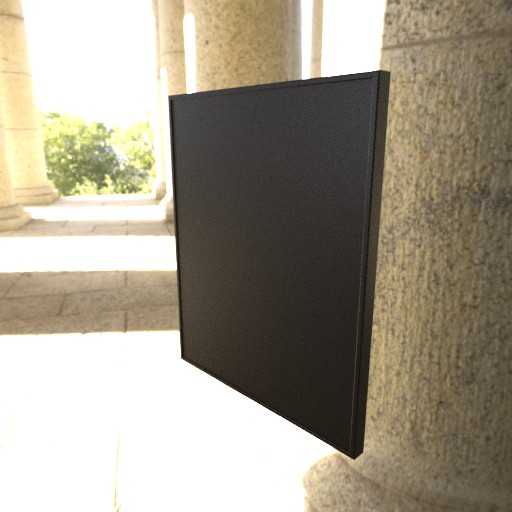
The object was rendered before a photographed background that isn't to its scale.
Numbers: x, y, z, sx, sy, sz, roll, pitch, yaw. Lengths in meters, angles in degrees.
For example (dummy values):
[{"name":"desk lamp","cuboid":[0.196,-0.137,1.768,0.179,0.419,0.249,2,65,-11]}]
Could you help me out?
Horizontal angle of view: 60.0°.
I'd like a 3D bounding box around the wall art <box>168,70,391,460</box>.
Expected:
[{"name":"wall art","cuboid":[0.000,0.000,0.766,0.028,0.551,0.451,-14,20,-43]}]
